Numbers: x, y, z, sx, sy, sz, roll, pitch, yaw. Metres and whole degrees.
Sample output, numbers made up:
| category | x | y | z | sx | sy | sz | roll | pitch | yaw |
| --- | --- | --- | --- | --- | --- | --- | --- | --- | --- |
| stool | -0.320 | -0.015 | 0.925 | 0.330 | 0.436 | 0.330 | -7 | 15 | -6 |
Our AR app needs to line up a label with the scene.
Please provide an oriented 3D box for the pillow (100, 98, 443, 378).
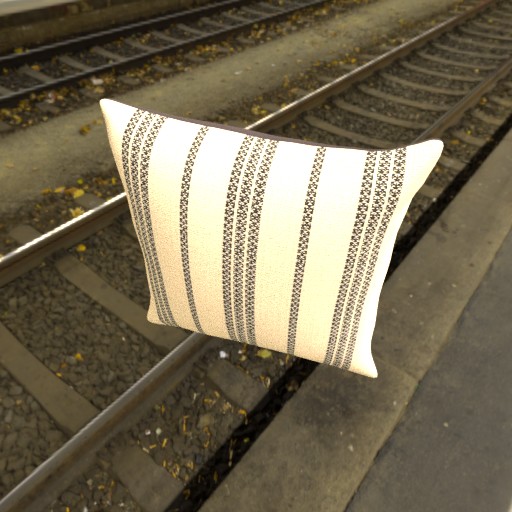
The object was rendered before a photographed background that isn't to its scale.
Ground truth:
| category | x | y | z | sx | sy | sz | roll | pitch | yaw |
| --- | --- | --- | --- | --- | --- | --- | --- | --- | --- |
| pillow | 0.000 | 0.000 | 0.626 | 0.405 | 0.406 | 0.173 | 11 | 42 | 13 |
